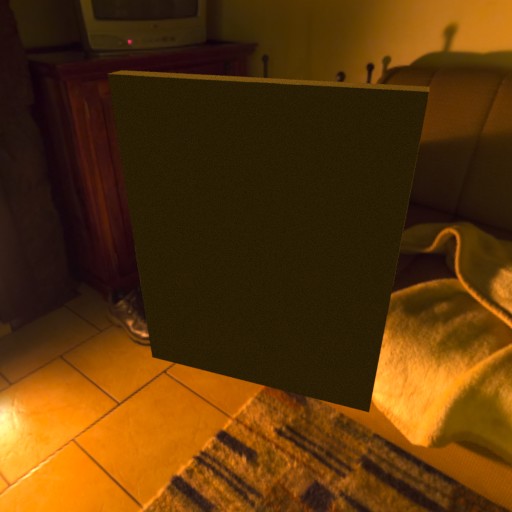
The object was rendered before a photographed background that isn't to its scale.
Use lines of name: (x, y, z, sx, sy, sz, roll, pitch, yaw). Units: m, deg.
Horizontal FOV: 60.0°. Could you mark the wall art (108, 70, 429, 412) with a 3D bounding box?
wall art: (0.000, 0.000, 0.813, 0.489, 0.608, 0.040, 10, 32, 16)
